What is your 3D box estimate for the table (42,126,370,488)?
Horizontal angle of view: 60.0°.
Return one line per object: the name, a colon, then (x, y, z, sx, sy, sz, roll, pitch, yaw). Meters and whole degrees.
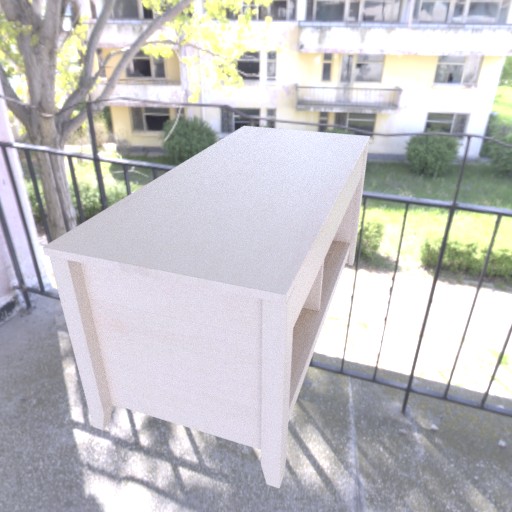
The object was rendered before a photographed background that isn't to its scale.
table: (0.000, 0.000, 1.267, 0.457, 0.483, 1.016, 10, 31, 17)
